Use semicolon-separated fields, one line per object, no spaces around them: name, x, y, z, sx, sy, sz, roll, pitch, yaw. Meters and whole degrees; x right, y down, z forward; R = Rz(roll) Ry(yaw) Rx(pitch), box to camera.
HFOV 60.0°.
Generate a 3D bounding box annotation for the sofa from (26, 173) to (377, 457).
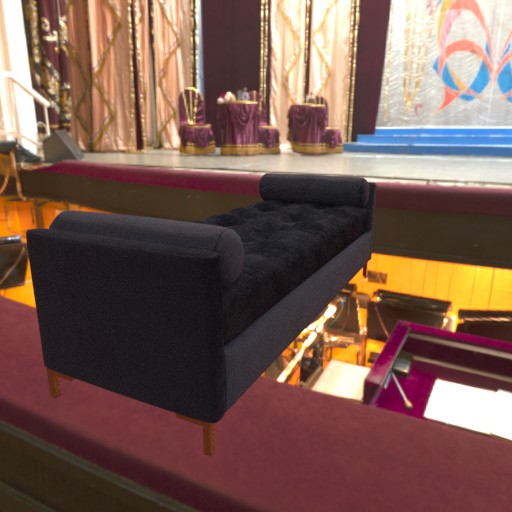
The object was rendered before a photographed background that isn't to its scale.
sofa;0.000;0.000;2.343;0.796;0.705;2.102;8;17;26
